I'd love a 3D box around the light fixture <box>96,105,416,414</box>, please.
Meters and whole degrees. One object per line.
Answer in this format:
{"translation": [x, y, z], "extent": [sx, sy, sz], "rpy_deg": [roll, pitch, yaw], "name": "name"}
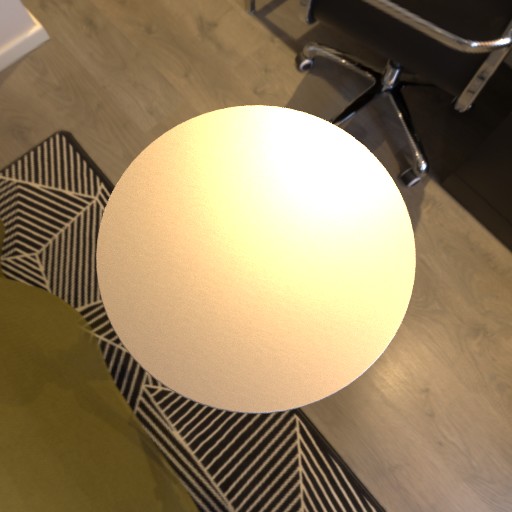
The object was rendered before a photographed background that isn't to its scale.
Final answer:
{"translation": [0.000, 0.000, 0.557], "extent": [0.368, 0.100, 0.368], "rpy_deg": [0, 75, 0], "name": "light fixture"}
